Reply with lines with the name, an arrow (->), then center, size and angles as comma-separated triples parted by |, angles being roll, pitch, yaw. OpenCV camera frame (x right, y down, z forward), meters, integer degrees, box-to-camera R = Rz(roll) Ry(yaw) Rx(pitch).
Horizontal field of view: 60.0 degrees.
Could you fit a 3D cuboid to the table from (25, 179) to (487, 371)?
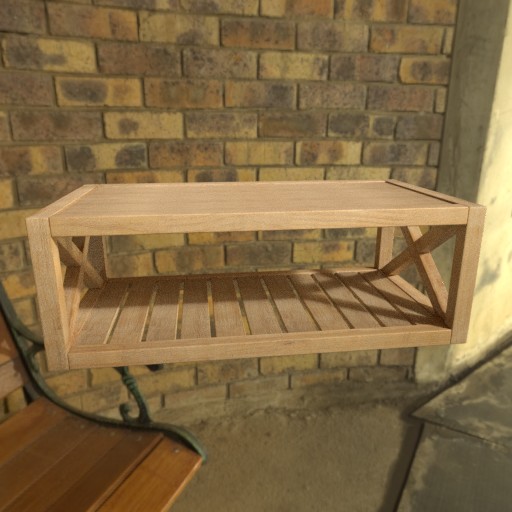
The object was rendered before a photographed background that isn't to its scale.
table -> 0.000, 0.000, 1.620 | 1.321, 0.457, 0.660 | -2, 17, -7
